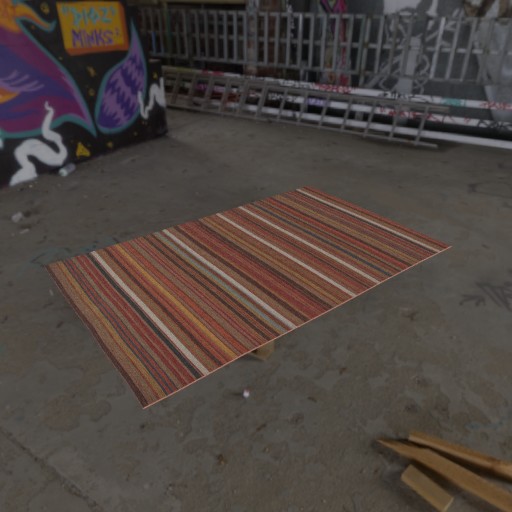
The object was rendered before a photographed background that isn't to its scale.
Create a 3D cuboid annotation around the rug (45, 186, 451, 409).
[{"bbox_3d":[0.000,0.000,3.113,2.438,0.008,1.523,-21,36,-32],"label":"rug"}]
